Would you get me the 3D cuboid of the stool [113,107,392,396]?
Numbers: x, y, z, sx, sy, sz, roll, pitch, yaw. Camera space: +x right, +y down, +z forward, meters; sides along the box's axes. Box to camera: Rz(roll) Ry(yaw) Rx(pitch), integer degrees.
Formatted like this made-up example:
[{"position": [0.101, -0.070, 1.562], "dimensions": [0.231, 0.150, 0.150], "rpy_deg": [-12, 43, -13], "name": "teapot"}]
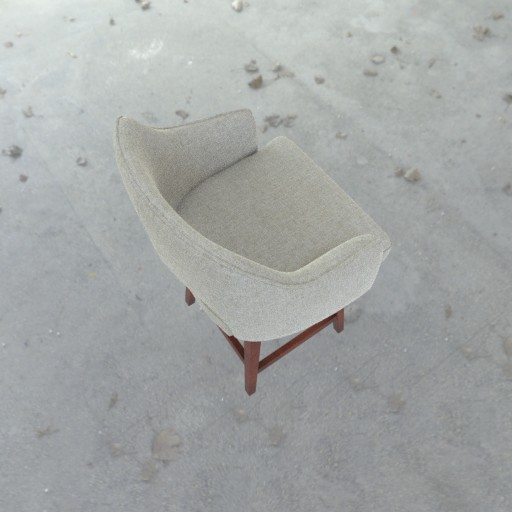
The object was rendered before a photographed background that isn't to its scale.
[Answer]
[{"position": [0.000, 0.000, 1.306], "dimensions": [0.558, 0.944, 0.599], "rpy_deg": [-31, 63, -17], "name": "stool"}]
